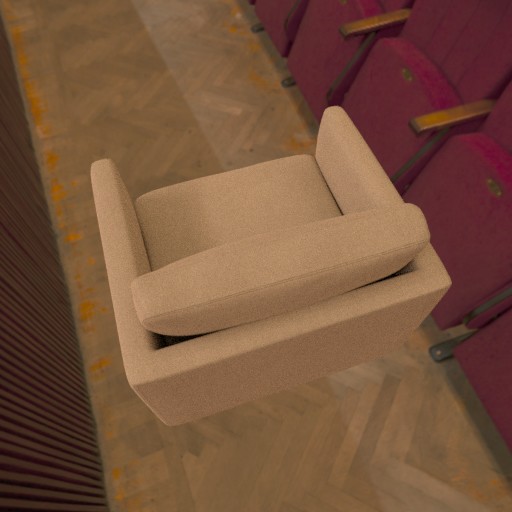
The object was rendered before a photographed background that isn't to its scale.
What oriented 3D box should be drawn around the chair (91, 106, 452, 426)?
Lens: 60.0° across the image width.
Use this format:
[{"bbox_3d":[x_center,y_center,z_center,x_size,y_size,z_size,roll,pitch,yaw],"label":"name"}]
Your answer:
[{"bbox_3d":[0.000,0.000,1.826,1.107,0.961,0.959,-16,60,-9],"label":"chair"}]
